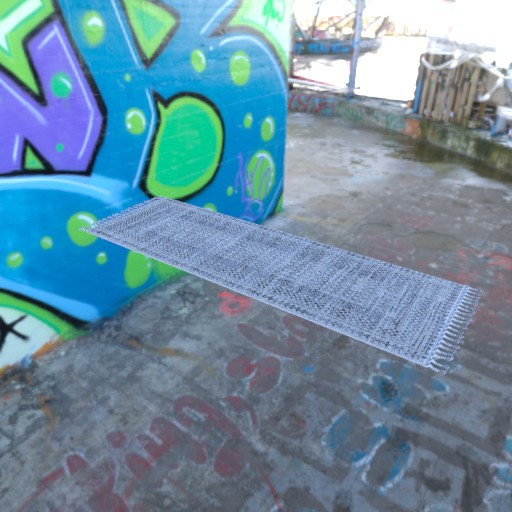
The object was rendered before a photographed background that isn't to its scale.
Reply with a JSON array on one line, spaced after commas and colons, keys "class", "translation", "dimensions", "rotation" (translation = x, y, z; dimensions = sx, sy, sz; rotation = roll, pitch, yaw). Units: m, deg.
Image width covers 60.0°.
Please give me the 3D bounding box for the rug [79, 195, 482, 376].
[{"class": "rug", "translation": [0.000, 0.000, 2.737], "dimensions": [2.480, 0.013, 0.786], "rotation": [19, 34, 30]}]
